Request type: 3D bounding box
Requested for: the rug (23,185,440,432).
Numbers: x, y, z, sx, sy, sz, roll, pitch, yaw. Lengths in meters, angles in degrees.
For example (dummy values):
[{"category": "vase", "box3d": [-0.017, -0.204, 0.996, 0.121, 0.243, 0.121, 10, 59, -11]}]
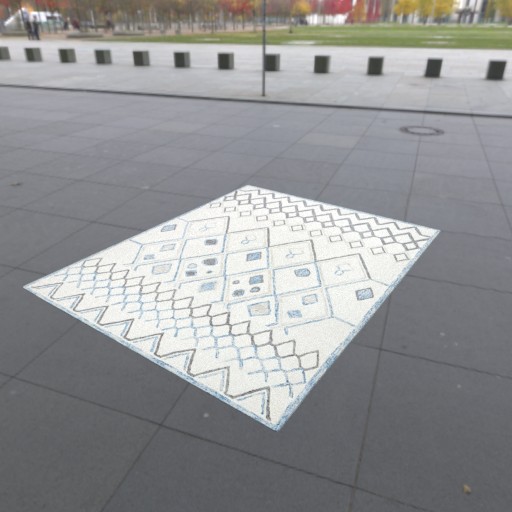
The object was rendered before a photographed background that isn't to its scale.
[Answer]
[{"category": "rug", "box3d": [0.000, 0.000, 4.026, 2.441, 0.013, 3.056, 18, 33, 31]}]
